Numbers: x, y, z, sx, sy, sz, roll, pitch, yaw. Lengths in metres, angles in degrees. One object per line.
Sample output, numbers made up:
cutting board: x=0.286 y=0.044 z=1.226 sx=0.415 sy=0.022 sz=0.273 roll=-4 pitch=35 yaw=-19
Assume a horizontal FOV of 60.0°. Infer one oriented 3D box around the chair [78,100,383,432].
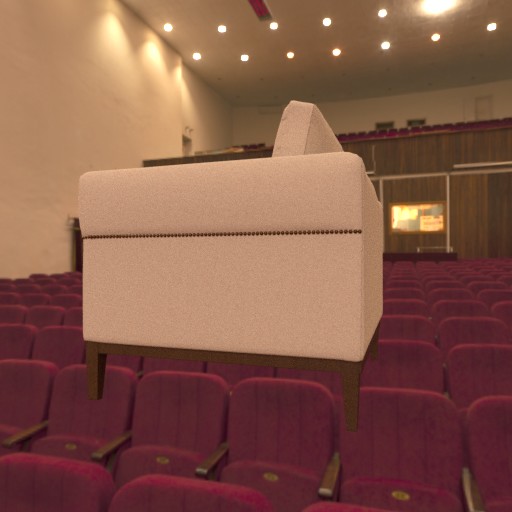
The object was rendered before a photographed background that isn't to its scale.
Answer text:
chair: x=0.000 y=0.000 z=1.700 sx=0.896 sy=0.915 sz=0.982 roll=0 pitch=-1 yaw=19
